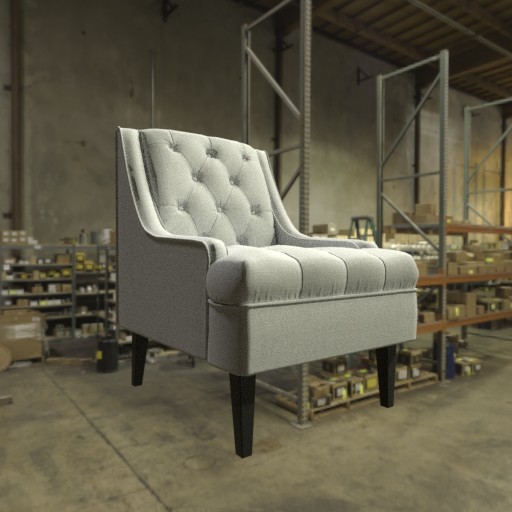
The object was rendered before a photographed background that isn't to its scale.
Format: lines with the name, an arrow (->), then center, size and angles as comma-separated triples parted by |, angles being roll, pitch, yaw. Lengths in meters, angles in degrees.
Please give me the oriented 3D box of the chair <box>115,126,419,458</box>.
chair -> 0.000, 0.000, 1.399 | 0.658, 0.891, 0.772 | -1, 1, -37
